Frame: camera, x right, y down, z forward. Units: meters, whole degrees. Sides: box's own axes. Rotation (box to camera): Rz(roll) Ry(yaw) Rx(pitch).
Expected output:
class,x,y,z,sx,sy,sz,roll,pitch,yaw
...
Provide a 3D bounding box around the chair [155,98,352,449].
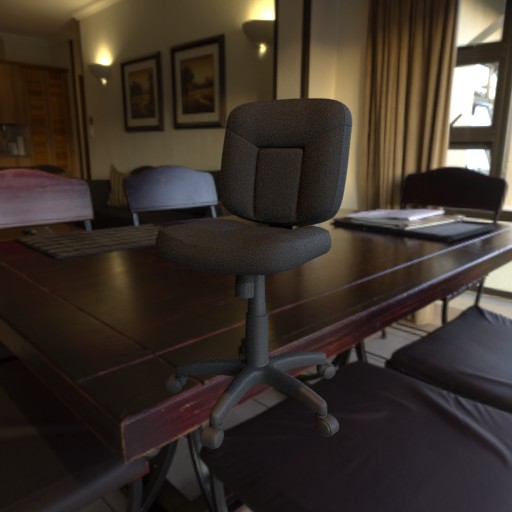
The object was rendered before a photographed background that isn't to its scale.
class,x,y,z,sx,sy,sz,roll,pitch,yaw
chair,0.000,0.000,1.369,0.610,0.972,0.610,7,15,26
